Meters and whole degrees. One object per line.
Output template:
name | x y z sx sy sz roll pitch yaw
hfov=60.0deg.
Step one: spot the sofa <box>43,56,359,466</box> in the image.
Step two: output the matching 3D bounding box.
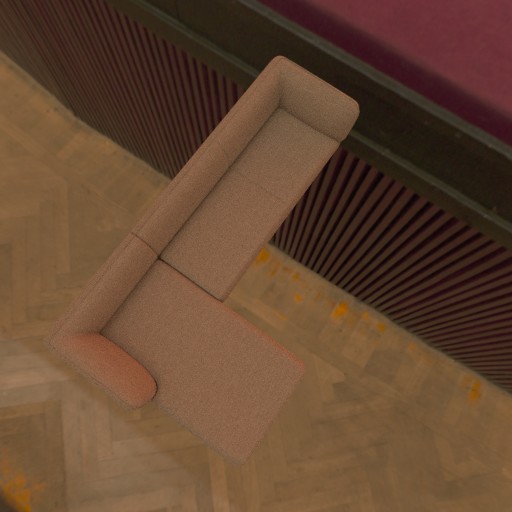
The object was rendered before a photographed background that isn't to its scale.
sofa | 0.000 0.000 3.269 1.532 0.693 2.653 35 78 8
